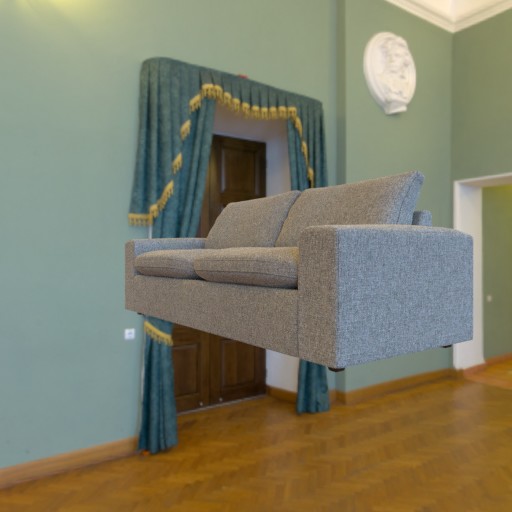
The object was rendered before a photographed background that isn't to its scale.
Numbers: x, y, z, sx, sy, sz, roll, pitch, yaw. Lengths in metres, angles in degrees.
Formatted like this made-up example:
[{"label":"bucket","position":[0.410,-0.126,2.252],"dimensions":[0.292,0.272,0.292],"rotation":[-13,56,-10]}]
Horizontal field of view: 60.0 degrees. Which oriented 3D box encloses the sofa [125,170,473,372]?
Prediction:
[{"label":"sofa","position":[0.000,0.000,2.850],"dimensions":[1.040,0.922,2.299],"rotation":[0,0,-36]}]
